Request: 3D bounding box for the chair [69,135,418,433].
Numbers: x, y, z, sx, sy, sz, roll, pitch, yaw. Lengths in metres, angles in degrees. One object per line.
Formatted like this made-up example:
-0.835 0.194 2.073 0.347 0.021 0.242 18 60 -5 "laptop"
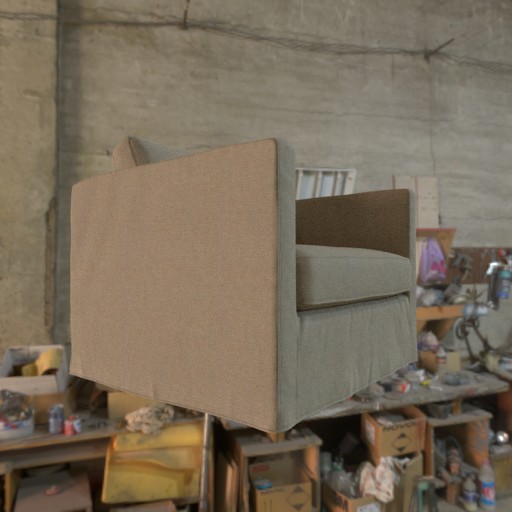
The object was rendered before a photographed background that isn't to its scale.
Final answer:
0.000 0.000 1.729 0.949 0.863 1.057 -1 -1 38 "chair"
